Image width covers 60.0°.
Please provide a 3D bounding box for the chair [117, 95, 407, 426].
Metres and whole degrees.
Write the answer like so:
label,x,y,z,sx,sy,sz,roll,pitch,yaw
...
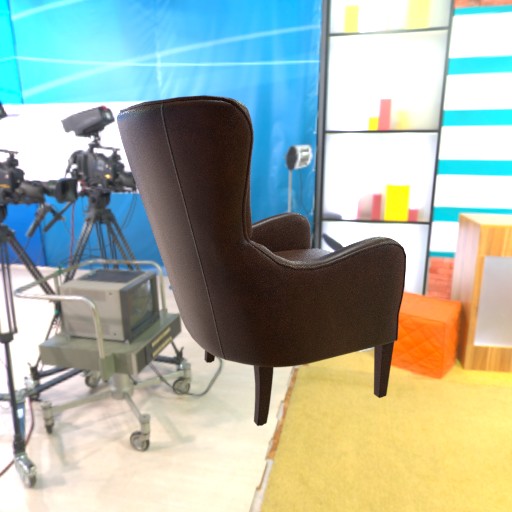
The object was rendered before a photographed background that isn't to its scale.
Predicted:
label,x,y,z,sx,sy,sz,roll,pitch,yaw
chair,0.000,0.000,1.645,0.914,1.048,0.692,-7,16,-25
